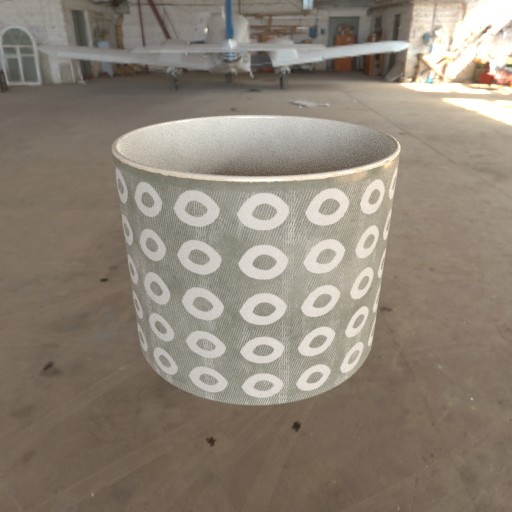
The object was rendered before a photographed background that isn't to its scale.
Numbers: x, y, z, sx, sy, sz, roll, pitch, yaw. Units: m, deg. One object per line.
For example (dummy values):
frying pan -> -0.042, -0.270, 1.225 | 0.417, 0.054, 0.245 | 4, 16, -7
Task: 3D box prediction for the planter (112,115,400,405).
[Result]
planter -> 0.000, 0.000, 0.452 | 0.250, 0.239, 0.250 | 0, 27, 0
